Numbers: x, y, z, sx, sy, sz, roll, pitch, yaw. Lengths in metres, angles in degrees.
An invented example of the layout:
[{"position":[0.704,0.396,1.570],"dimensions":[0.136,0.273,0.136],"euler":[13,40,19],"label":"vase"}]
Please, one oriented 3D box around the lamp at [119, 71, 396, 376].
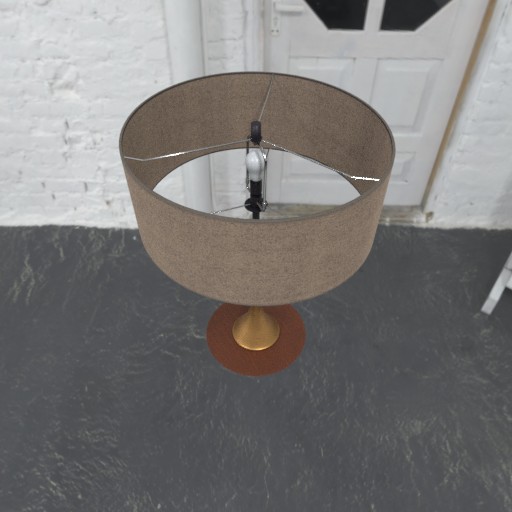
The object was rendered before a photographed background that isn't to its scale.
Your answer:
[{"position":[0.000,0.000,0.843],"dimensions":[0.396,0.551,0.417],"euler":[-16,48,-16],"label":"lamp"}]
